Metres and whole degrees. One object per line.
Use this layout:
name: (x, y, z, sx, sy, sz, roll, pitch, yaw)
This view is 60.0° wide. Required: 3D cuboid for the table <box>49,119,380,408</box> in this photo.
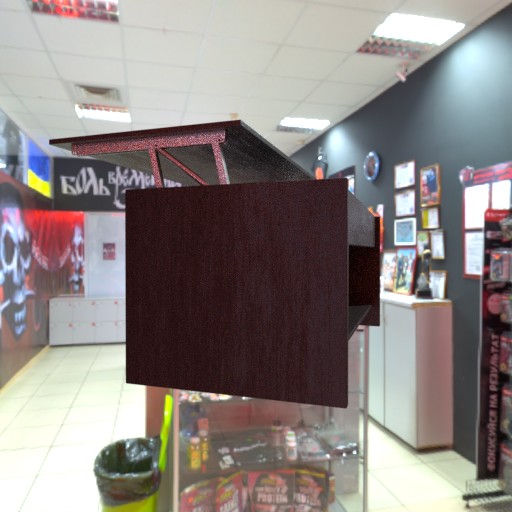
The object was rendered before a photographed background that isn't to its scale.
table: (0.000, 0.000, 1.428, 0.712, 0.570, 1.000, 0, 1, 19)
